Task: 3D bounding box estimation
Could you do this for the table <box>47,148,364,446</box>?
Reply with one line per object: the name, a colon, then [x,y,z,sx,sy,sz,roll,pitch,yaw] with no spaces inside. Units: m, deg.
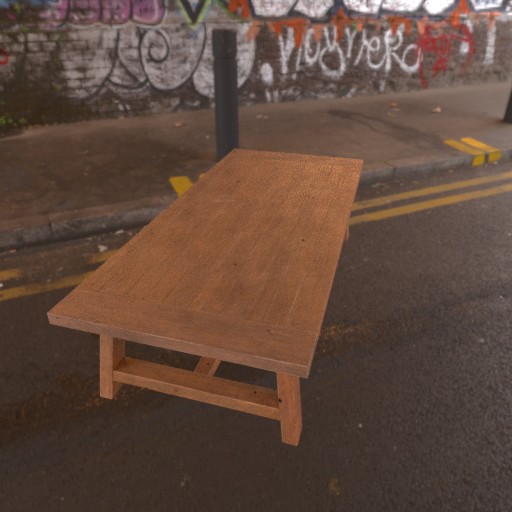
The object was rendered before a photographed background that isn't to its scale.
table: [0.000,0.000,2.134,0.820,0.465,1.800,8,31,14]
